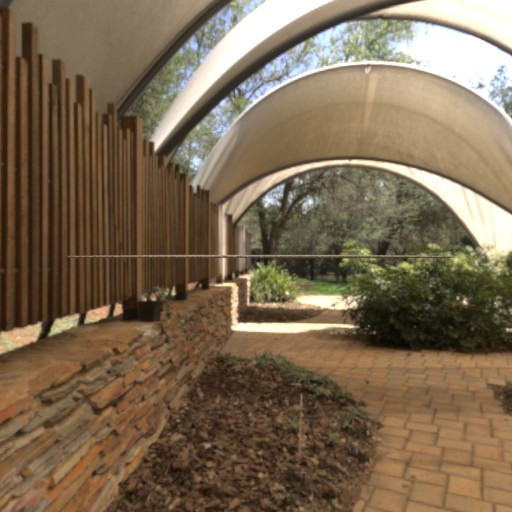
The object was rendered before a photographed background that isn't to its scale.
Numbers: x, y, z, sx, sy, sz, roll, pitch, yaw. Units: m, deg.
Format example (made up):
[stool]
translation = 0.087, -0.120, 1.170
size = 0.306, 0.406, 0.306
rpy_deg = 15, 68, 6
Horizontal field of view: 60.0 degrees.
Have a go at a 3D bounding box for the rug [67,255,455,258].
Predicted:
[rug]
translation = 0.000, 0.000, 3.725
size = 2.005, 0.013, 2.890
rpy_deg = 0, 0, -1
